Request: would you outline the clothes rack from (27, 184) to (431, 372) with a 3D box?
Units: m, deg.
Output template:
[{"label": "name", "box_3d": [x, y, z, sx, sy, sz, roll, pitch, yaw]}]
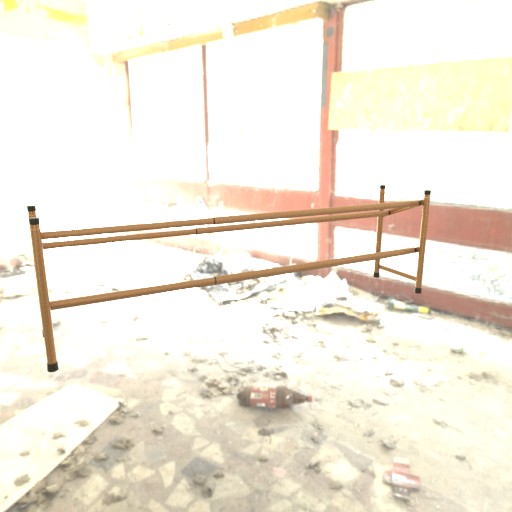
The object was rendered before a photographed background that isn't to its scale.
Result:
[{"label": "clothes rack", "box_3d": [0.000, 0.000, 1.305, 1.168, 0.349, 0.229, -7, 16, -27]}]
